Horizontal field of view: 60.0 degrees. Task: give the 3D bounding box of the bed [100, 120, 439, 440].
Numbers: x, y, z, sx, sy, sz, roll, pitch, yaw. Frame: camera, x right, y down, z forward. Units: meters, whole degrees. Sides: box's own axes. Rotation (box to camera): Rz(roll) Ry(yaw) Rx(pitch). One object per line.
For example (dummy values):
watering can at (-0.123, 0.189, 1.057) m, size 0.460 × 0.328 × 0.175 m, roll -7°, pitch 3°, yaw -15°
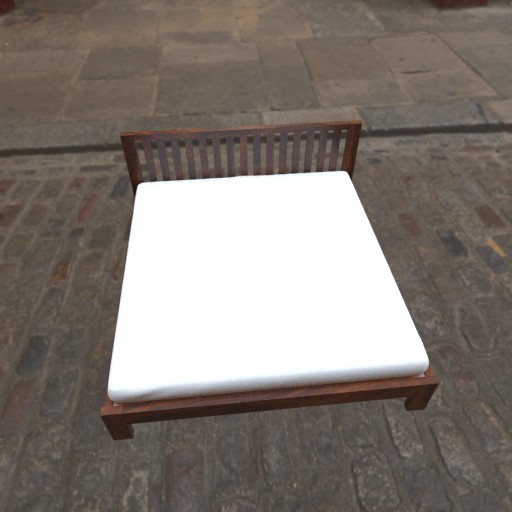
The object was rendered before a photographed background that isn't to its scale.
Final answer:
bed at (0.000, 0.000, 3.102) m, size 1.905 × 0.890 × 2.030 m, roll -4°, pitch 45°, yaw -4°
